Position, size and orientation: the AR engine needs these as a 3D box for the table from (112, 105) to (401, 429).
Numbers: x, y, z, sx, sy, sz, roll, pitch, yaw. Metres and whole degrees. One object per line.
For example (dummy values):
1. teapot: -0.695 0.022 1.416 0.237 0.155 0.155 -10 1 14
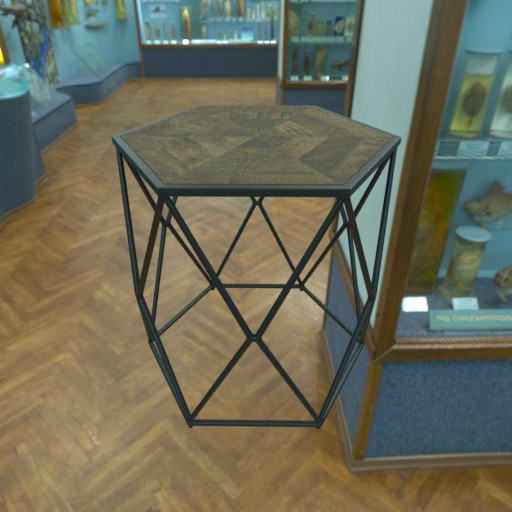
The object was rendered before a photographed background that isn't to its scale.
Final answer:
1. table: 0.000 0.000 1.032 0.578 0.564 0.579 0 32 1
